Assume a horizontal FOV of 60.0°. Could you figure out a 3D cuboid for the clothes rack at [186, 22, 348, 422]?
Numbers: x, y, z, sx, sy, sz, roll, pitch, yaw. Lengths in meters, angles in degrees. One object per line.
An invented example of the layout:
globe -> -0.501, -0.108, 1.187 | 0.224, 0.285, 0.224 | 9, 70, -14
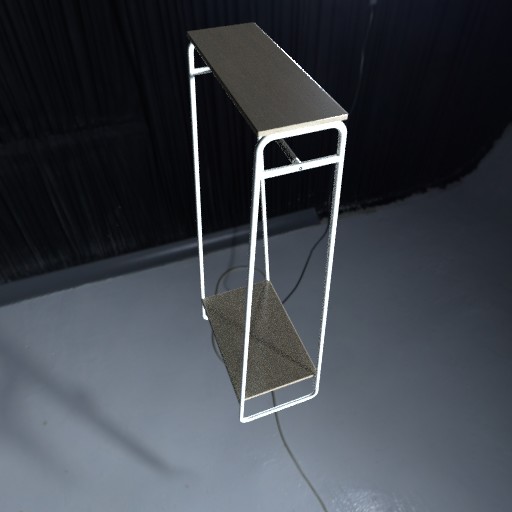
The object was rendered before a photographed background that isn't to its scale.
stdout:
clothes rack -> 0.000, 0.000, 1.768 | 0.400, 1.512, 0.640 | -15, 48, -14
